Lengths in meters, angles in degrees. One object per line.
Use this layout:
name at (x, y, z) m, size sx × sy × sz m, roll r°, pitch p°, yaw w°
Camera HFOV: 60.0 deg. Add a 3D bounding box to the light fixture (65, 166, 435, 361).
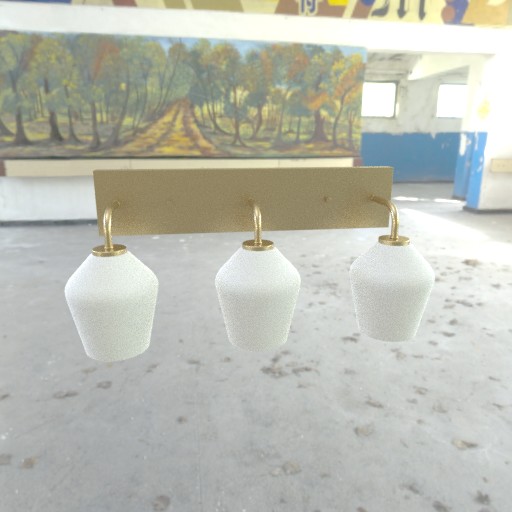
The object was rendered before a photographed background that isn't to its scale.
light fixture at (0.000, 0.000, 0.752) m, size 0.609 × 0.280 × 0.190 m, roll -2°, pitch 16°, yaw -8°
